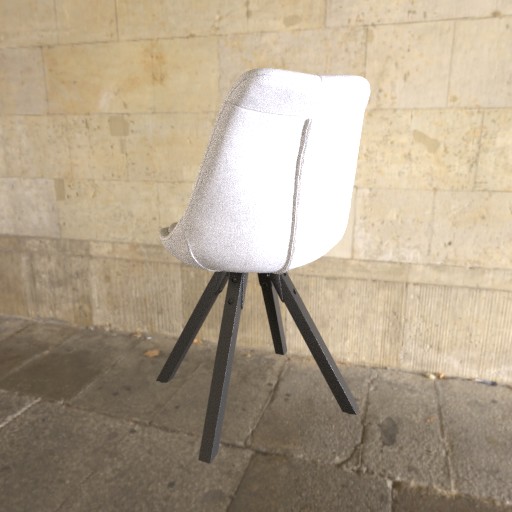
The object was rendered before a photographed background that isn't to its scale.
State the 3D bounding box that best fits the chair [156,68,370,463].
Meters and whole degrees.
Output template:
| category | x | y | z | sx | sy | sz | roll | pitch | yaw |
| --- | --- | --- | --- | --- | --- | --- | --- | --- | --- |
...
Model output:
| category | x | y | z | sx | sy | sz | roll | pitch | yaw |
| --- | --- | --- | --- | --- | --- | --- | --- | --- | --- |
| chair | 0.000 | 0.000 | 1.177 | 0.485 | 0.850 | 0.550 | -7 | 16 | -26 |
